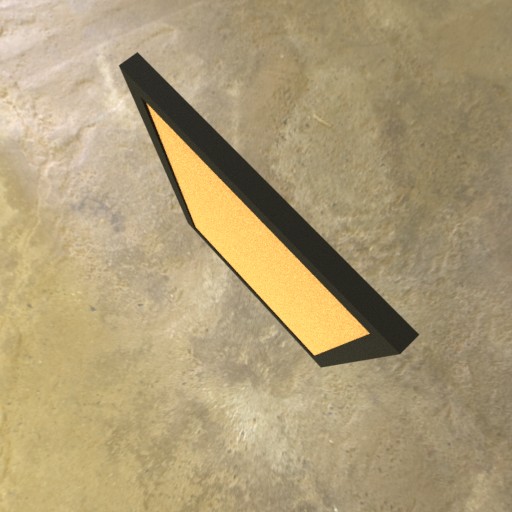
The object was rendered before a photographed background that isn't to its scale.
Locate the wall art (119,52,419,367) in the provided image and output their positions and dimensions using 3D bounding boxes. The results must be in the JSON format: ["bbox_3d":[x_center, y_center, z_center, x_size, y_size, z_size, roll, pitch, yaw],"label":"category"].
[{"bbox_3d":[0.000,0.000,0.757,0.029,0.559,0.457,-41,78,-10],"label":"wall art"}]
